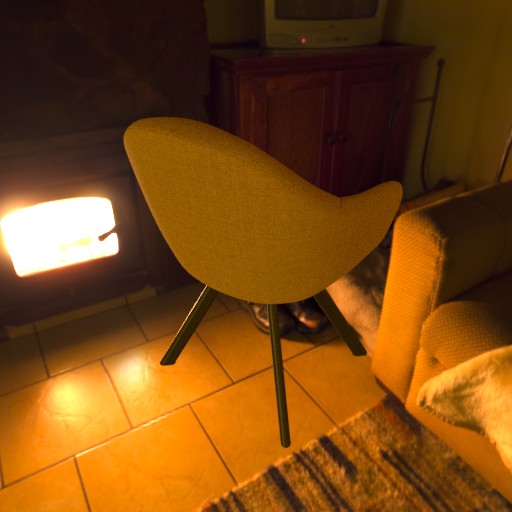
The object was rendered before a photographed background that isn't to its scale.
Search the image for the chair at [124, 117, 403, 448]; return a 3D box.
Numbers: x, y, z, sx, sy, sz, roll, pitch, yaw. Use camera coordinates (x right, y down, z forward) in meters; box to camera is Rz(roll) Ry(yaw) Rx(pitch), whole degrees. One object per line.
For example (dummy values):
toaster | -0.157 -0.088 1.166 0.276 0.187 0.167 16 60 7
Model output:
chair | 0.000 0.000 1.182 0.590 0.795 0.550 22 37 33
